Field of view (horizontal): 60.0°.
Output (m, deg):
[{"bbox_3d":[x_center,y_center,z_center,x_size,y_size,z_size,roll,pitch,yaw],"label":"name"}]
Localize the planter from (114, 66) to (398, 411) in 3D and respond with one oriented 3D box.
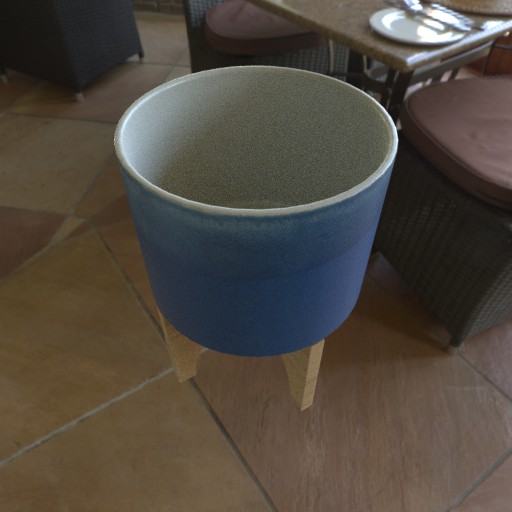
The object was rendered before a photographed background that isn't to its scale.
[{"bbox_3d":[0.000,0.000,0.401,0.192,0.263,0.192,0,46,0],"label":"planter"}]
